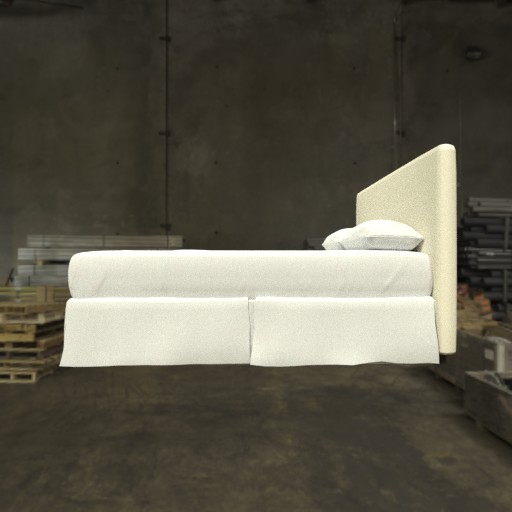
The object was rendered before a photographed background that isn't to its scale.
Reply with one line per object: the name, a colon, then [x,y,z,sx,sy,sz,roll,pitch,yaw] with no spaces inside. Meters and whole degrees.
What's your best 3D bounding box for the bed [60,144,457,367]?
bed: [0.000,0.000,3.577,2.341,1.317,2.119,0,0,-1]
